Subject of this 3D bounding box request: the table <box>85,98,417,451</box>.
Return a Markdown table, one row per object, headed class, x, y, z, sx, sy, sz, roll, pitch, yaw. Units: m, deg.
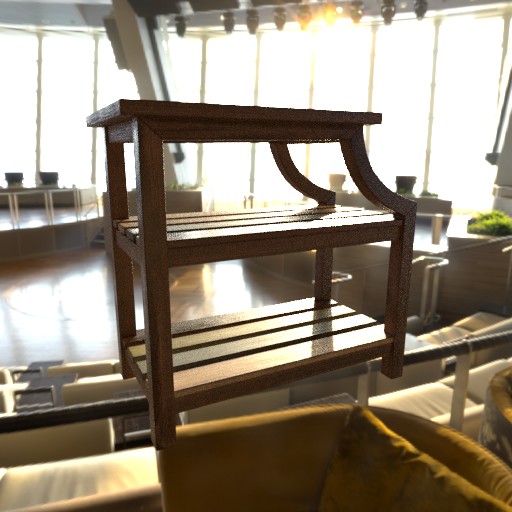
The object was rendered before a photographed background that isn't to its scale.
| class | x | y | z | sx | sy | sz | roll | pitch | yaw |
| --- | --- | --- | --- | --- | --- | --- | --- | --- | --- |
| table | 0.000 | 0.000 | 0.966 | 0.609 | 0.584 | 0.356 | -7 | 15 | -27 |
